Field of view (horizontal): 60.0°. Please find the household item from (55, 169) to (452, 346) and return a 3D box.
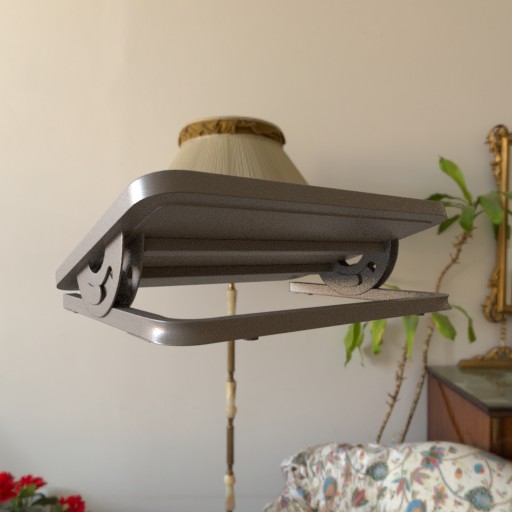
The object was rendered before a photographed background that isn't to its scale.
[{"bbox_3d":[0.000,0.000,0.524,0.390,0.126,0.301,0,0,-37],"label":"household item"}]
